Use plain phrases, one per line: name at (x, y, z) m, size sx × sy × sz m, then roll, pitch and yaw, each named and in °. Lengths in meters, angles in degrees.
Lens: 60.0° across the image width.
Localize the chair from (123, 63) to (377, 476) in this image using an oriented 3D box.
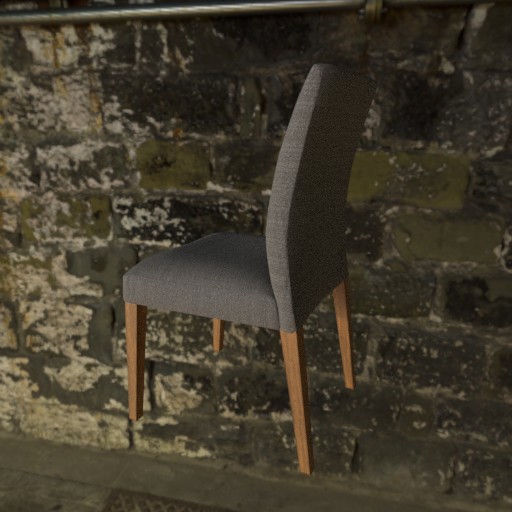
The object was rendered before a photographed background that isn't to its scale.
chair at (0.000, 0.000, 1.261) m, size 0.585 × 0.940 × 0.496 m, roll 8°, pitch 18°, yaw 25°
